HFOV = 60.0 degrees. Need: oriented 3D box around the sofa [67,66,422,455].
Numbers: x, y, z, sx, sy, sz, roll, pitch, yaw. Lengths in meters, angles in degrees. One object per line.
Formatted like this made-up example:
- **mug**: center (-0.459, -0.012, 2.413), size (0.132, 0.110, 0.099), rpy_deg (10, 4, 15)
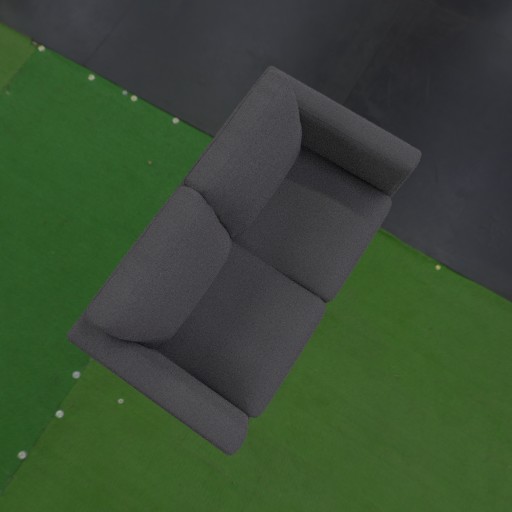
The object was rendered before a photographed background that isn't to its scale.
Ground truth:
- **sofa**: center (0.000, 0.000, 1.983), size (0.796, 0.908, 1.430), rpy_deg (33, 79, 7)
